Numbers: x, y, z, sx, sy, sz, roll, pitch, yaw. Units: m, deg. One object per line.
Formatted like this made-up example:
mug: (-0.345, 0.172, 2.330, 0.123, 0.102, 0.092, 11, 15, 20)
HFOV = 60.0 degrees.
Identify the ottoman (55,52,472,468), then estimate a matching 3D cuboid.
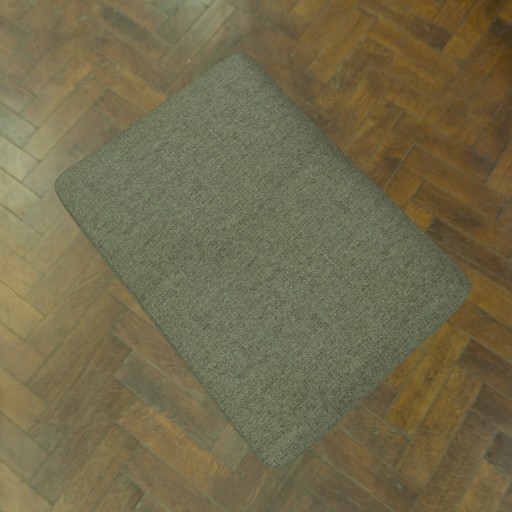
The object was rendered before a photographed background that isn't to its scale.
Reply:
ottoman: (0.000, 0.000, 1.230, 0.637, 0.478, 0.885, -39, 78, -10)
